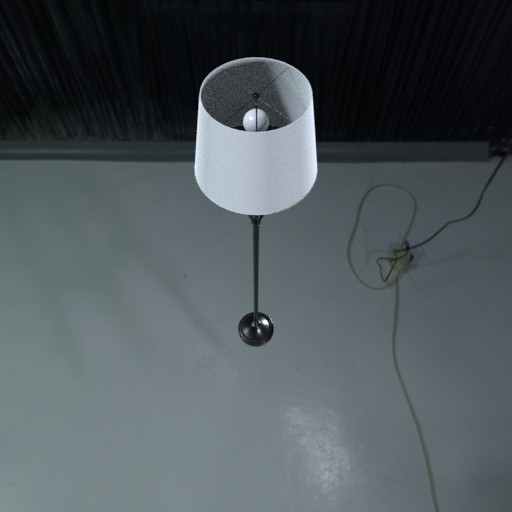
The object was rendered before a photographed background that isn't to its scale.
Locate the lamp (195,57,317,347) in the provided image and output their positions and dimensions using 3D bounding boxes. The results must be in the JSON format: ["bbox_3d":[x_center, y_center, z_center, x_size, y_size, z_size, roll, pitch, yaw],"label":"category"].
[{"bbox_3d":[0.000,0.000,1.833,0.379,1.623,0.379,0,59,0],"label":"lamp"}]
